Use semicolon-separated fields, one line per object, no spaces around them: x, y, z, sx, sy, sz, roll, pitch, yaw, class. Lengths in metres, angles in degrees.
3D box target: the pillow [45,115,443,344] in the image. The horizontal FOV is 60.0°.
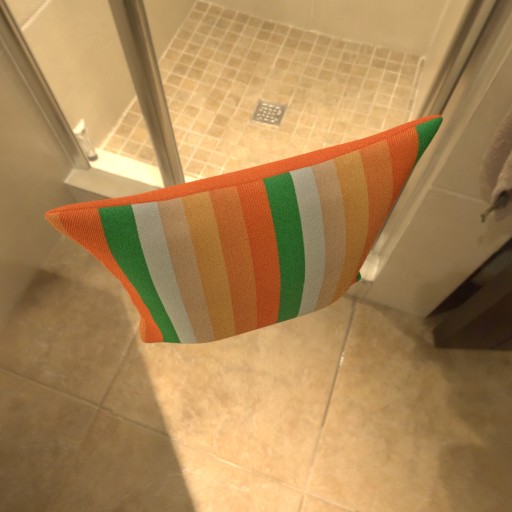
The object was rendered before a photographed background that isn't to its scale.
0.000;0.000;0.678;0.453;0.444;0.169;-15;64;-8;pillow
